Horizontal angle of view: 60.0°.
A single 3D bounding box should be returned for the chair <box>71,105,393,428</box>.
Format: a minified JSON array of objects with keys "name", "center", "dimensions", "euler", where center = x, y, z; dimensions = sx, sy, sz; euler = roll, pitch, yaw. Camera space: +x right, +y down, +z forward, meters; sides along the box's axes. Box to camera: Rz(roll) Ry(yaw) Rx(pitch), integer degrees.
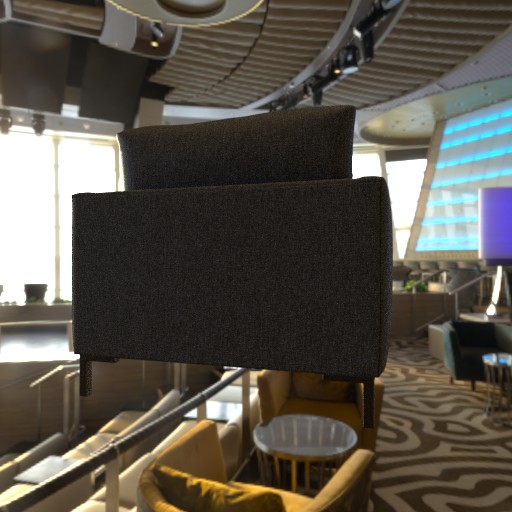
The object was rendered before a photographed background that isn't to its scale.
[{"name":"chair","center":[0.000,0.000,1.628],"dimensions":[0.963,0.861,0.866],"euler":[0,-1,18]}]
